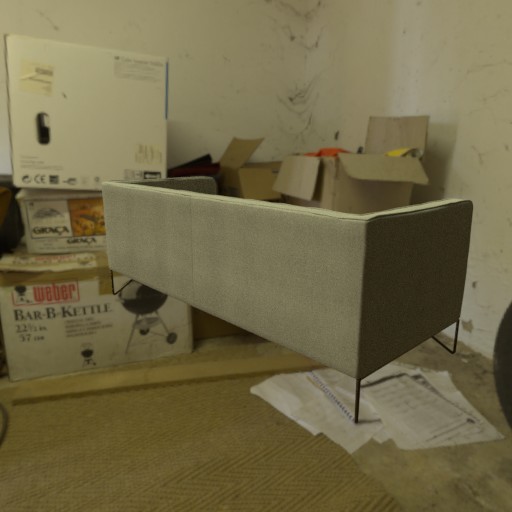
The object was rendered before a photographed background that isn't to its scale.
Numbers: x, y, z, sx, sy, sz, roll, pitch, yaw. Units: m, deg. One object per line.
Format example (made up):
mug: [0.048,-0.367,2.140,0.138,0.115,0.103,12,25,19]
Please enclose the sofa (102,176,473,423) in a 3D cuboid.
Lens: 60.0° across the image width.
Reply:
sofa: [0.000,0.000,2.596,0.912,0.798,2.079,-13,19,-41]
